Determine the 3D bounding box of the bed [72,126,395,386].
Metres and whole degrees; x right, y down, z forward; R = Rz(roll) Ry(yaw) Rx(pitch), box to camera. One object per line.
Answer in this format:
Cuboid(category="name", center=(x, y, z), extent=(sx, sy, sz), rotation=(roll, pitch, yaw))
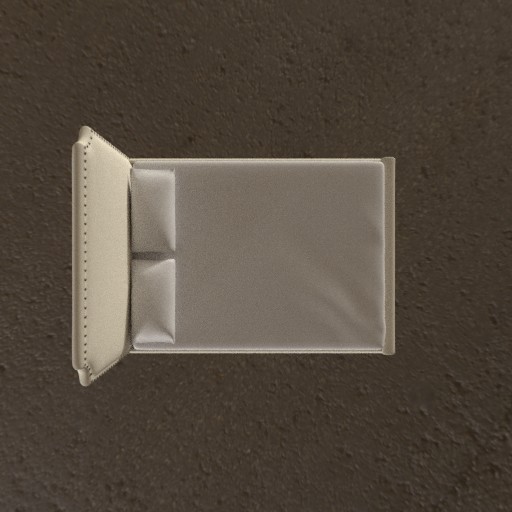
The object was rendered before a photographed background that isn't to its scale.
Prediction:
Cuboid(category="bed", center=(0.000, 0.000, 3.502), extent=(2.372, 1.443, 1.712), rotation=(0, 90, 0))
